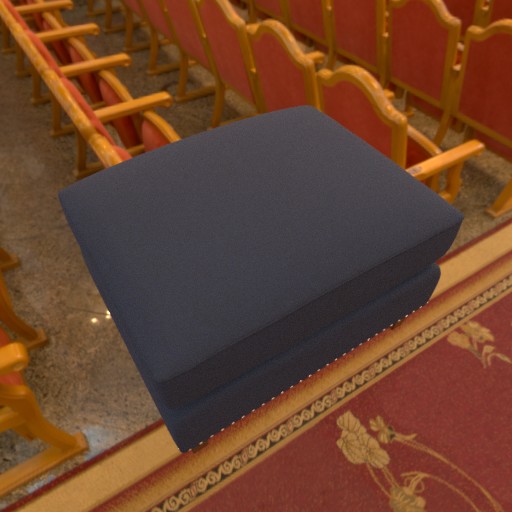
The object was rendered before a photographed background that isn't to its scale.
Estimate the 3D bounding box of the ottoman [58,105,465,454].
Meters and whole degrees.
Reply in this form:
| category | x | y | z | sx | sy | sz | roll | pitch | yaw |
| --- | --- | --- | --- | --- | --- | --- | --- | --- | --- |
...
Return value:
| category | x | y | z | sx | sy | sz | roll | pitch | yaw |
| --- | --- | --- | --- | --- | --- | --- | --- | --- | --- |
| ottoman | 0.000 | 0.000 | 1.118 | 0.741 | 0.513 | 0.584 | -25 | 53 | -21 |
